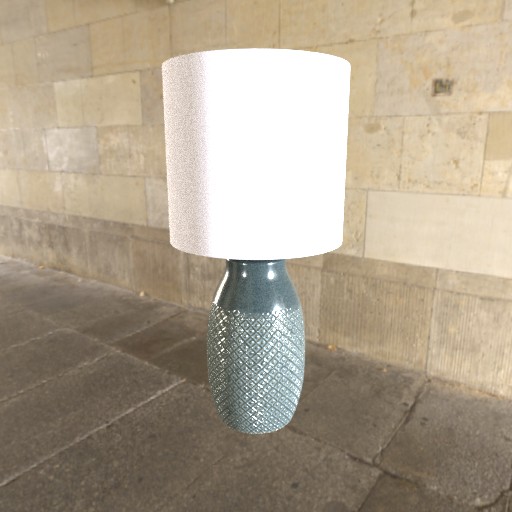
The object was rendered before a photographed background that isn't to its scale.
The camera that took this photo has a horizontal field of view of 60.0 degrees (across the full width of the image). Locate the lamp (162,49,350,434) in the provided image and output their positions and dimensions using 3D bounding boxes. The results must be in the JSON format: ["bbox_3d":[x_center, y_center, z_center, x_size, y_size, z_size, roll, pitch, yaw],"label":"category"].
[{"bbox_3d":[0.000,0.000,0.574,0.217,0.453,0.217,-2,14,-8],"label":"lamp"}]
